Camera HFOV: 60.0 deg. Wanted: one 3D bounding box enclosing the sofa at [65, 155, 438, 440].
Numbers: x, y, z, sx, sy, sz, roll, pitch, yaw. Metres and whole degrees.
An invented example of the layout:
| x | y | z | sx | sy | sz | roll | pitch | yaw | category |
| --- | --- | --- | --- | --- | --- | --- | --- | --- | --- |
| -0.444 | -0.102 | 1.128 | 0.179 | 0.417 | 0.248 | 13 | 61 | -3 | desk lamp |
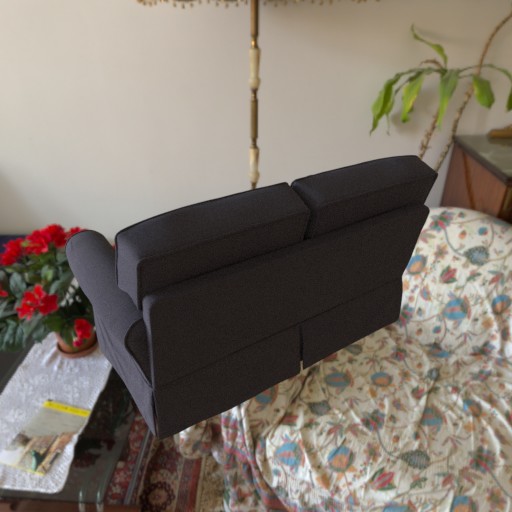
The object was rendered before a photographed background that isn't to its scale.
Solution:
| x | y | z | sx | sy | sz | roll | pitch | yaw | category |
| --- | --- | --- | --- | --- | --- | --- | --- | --- | --- |
| 0.000 | 0.000 | 2.429 | 1.801 | 1.059 | 0.997 | -18 | 35 | -29 | sofa |
